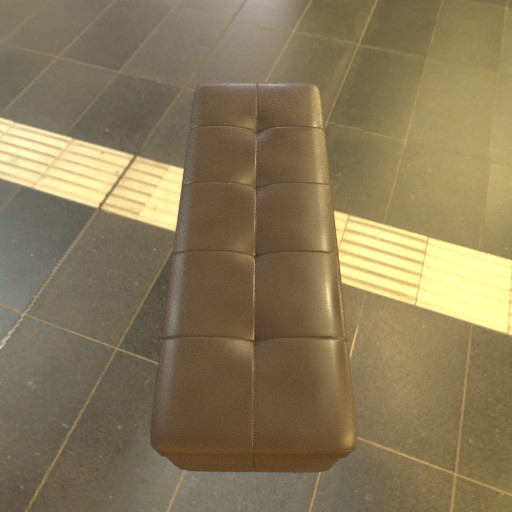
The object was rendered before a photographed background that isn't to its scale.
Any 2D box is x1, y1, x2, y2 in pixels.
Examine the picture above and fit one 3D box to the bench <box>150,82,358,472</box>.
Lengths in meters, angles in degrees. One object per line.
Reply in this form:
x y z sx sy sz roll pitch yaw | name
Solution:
0.000 0.000 1.399 0.450 0.417 1.219 0 57 0 | bench
